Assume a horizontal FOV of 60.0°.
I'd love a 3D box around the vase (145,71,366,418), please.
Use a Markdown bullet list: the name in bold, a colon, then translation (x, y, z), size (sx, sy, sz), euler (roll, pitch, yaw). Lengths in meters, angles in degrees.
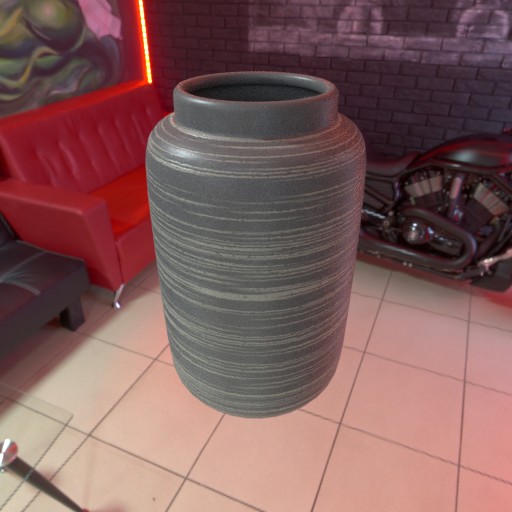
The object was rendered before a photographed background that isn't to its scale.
- **vase**: translation (0.000, 0.000, 0.680), size (0.297, 0.499, 0.297), euler (0, 32, 0)
